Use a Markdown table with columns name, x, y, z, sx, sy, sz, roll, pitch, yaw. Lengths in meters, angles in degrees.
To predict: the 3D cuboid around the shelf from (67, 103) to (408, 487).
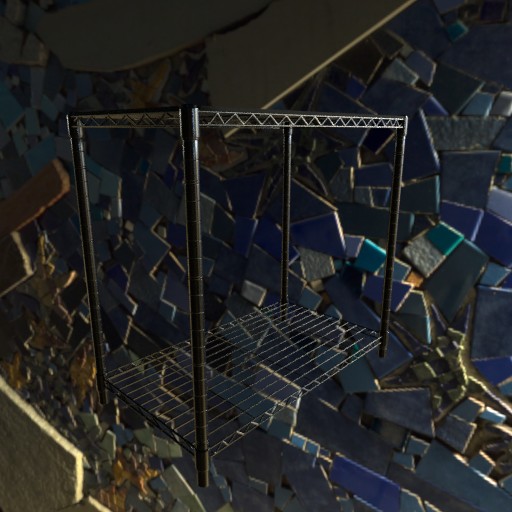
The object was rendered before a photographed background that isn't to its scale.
| name | x | y | z | sx | sy | sz | roll | pitch | yaw |
| --- | --- | --- | --- | --- | --- | --- | --- | --- | --- |
| shelf | 0.000 | 0.000 | 0.920 | 0.338 | 0.564 | 0.589 | 15 | 21 | 42 |
